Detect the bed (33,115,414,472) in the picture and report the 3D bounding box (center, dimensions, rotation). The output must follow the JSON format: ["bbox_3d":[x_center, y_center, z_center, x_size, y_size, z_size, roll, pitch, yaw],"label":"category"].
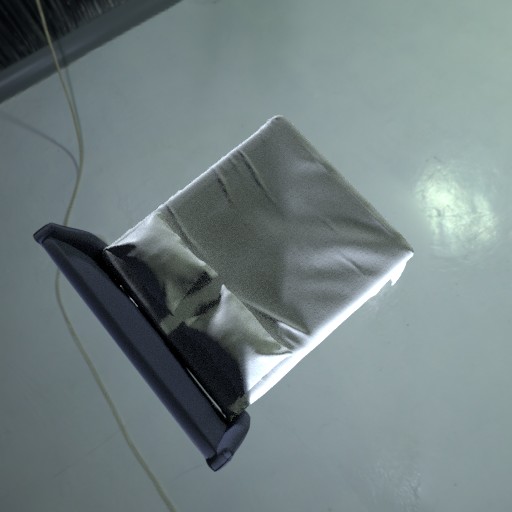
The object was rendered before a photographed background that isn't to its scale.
[{"bbox_3d":[0.000,0.000,3.530,2.276,1.332,1.925,-40,80,-9],"label":"bed"}]
